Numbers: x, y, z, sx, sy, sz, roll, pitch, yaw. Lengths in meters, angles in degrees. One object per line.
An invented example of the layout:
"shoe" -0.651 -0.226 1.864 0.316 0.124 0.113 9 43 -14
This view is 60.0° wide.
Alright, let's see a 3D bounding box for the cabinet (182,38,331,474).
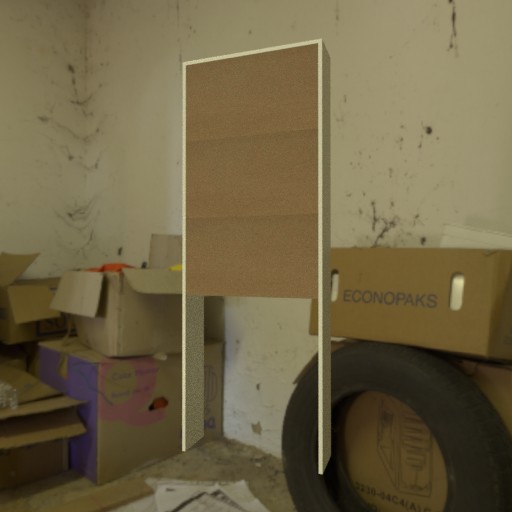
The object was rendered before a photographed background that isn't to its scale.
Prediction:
"cabinet" 0.000 0.000 2.000 0.643 1.770 0.192 0 0 20
